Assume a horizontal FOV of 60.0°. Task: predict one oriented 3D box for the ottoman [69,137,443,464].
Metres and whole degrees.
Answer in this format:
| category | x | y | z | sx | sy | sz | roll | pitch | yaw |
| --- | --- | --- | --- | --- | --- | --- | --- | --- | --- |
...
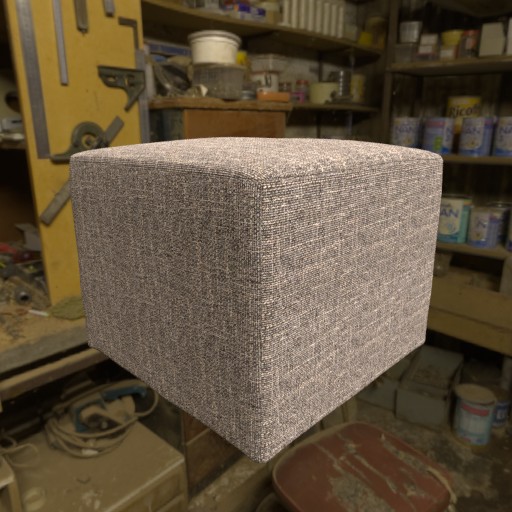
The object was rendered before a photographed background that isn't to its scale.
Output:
| category | x | y | z | sx | sy | sz | roll | pitch | yaw |
| --- | --- | --- | --- | --- | --- | --- | --- | --- | --- |
| ottoman | 0.000 | 0.000 | 0.881 | 0.521 | 0.453 | 0.512 | 15 | 22 | 42 |
